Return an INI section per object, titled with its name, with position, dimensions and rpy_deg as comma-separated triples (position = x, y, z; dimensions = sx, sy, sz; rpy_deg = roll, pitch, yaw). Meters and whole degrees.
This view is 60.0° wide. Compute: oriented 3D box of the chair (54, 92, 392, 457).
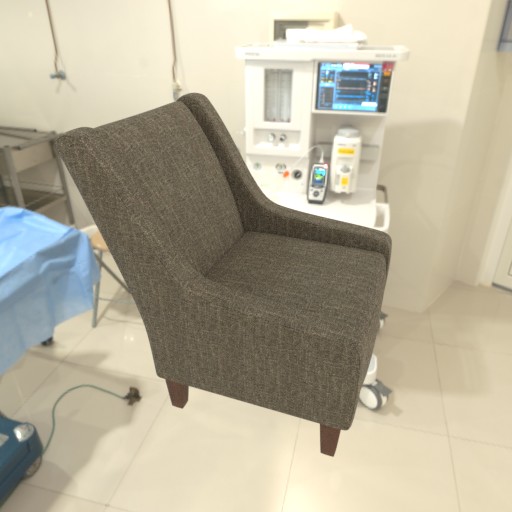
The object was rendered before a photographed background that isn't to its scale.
[chair]
position = 0.000, 0.000, 1.656
dimensions = 0.944, 1.012, 0.793
rpy_deg = 11, 31, 18
